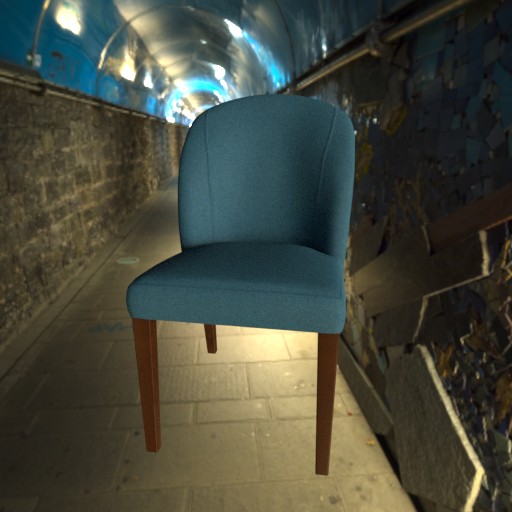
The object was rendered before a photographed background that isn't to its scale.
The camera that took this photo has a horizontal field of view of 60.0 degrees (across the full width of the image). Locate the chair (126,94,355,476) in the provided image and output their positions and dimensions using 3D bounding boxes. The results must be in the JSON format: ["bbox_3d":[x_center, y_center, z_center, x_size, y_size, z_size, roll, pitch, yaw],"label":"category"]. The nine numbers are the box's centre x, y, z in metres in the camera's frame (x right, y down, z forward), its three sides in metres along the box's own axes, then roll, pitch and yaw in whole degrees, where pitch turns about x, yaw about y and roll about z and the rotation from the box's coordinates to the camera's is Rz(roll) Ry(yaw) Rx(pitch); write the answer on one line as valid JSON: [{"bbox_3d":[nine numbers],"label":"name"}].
[{"bbox_3d":[0.000,0.000,1.213,0.507,0.879,0.620,3,16,10],"label":"chair"}]
